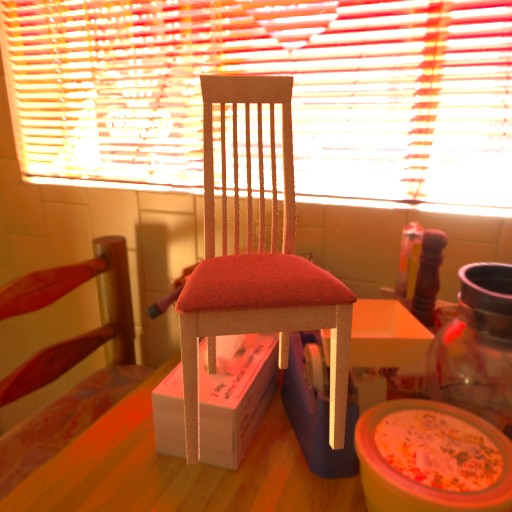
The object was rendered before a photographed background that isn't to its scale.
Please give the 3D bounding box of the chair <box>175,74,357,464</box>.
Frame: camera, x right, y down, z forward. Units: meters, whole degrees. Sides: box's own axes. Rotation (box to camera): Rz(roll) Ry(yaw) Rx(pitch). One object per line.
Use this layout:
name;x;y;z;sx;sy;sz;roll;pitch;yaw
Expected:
chair;0.000;0.000;1.299;0.460;1.027;0.474;-2;17;-8
